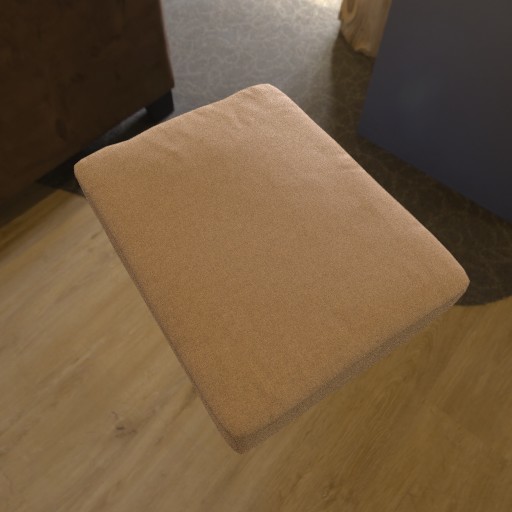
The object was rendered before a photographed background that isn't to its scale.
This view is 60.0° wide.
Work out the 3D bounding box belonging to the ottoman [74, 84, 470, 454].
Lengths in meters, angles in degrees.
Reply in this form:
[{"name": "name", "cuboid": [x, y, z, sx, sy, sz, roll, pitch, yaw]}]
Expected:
[{"name": "ottoman", "cuboid": [0.000, 0.000, 1.316, 0.692, 0.511, 0.902, -29, 63, -17]}]
